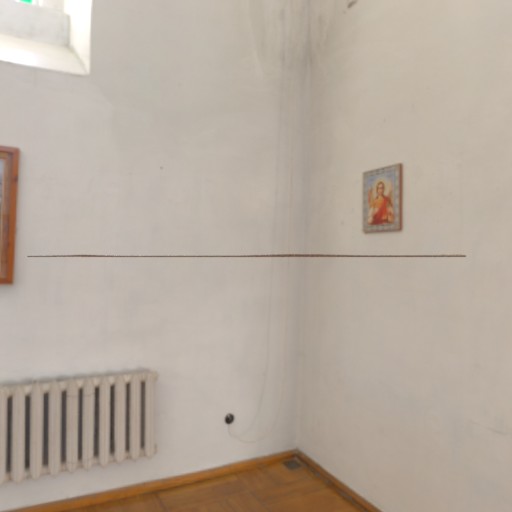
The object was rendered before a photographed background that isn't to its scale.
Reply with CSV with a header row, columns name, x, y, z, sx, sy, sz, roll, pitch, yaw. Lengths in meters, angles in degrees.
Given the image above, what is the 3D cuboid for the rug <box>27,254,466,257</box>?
name,x,y,z,sx,sy,sz,roll,pitch,yaw
rug,0.000,0.000,3.050,2.439,0.015,1.524,0,0,18
